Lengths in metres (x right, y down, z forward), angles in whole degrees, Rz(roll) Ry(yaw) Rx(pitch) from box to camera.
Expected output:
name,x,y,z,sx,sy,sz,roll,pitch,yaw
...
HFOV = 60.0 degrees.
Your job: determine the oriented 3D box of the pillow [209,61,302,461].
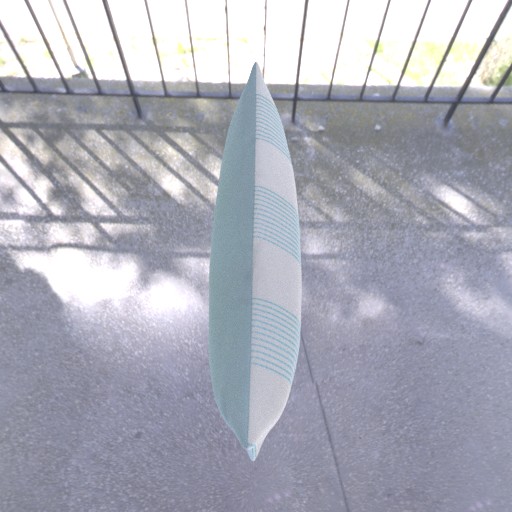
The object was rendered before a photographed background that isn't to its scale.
name,x,y,z,sx,sy,sz,roll,pitch,yaw
pillow,0.000,0.000,0.737,0.151,0.287,0.610,1,63,0
